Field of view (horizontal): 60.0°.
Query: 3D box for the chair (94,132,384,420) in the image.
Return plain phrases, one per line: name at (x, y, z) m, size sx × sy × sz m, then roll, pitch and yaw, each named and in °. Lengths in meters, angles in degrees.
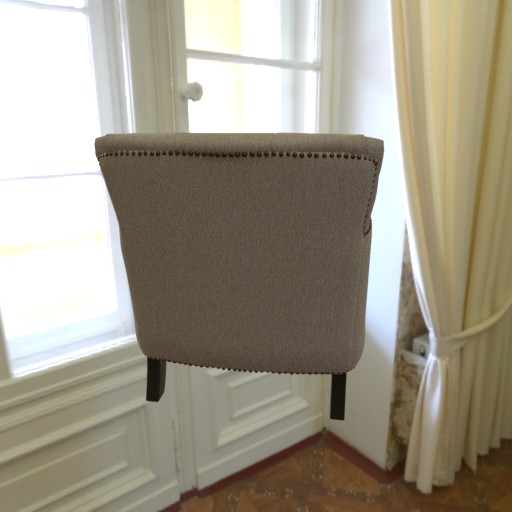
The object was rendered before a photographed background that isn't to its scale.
chair at (0.000, 0.000, 1.507) m, size 0.737 × 0.823 × 0.902 m, roll 3°, pitch 17°, yaw 9°
